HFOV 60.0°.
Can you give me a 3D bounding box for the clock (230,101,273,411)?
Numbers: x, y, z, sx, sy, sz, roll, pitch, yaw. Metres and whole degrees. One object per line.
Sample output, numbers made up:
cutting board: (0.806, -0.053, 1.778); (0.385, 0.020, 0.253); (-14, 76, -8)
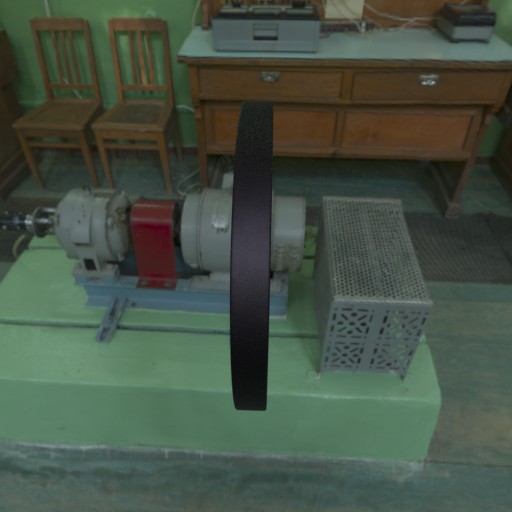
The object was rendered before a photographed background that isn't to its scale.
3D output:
clock: (0.000, 0.000, 0.476); (0.029, 0.314, 0.314); (1, 41, 1)
